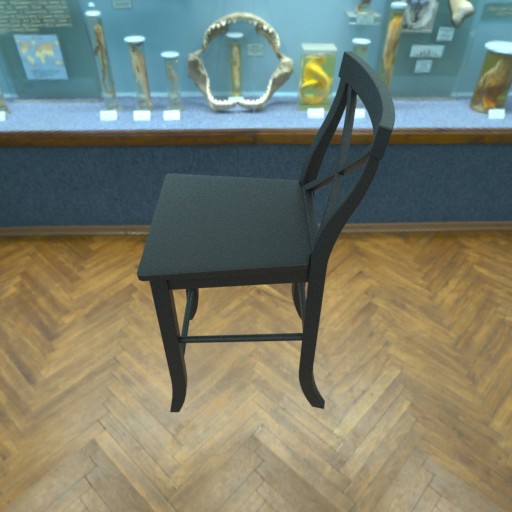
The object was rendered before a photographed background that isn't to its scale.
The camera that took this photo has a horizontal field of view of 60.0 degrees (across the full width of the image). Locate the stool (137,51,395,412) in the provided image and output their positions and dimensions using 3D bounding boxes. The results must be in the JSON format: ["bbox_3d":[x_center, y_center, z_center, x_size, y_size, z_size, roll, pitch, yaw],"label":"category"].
[{"bbox_3d":[0.000,0.000,1.275,0.559,0.989,0.452,0,41,0],"label":"stool"}]
